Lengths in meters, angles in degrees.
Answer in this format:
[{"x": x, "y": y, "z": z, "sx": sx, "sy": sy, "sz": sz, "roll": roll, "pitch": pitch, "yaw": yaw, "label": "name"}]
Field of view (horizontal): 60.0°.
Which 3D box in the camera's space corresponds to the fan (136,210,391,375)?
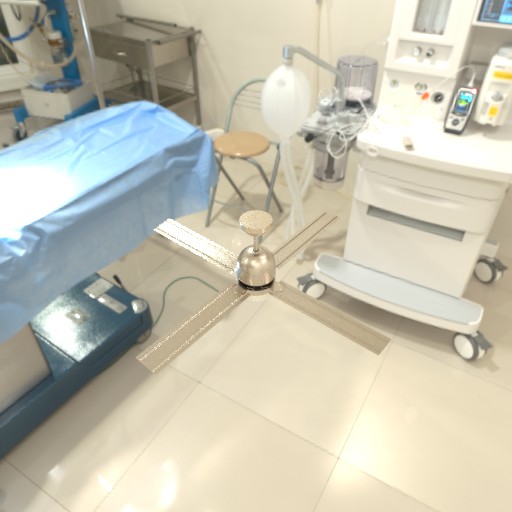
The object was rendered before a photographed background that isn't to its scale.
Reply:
[{"x": 0.000, "y": 0.000, "z": 2.031, "sx": 1.346, "sy": 0.406, "sz": 1.346, "roll": 26, "pitch": 46, "yaw": 28, "label": "fan"}]
